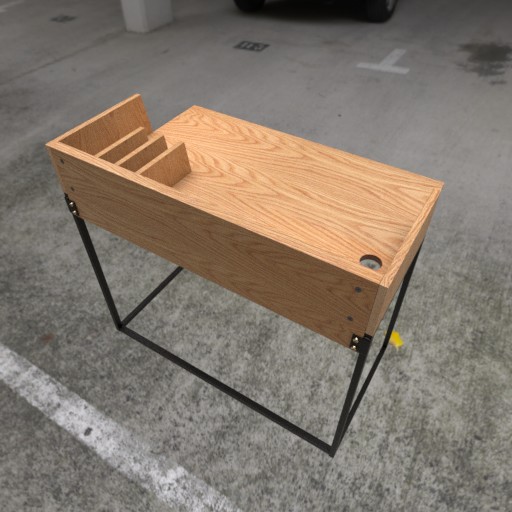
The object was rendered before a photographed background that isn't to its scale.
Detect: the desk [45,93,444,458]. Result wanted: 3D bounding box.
[{"bbox_3d":[0.000,0.000,1.854,1.191,1.061,0.769,24,50,22],"label":"desk"}]
